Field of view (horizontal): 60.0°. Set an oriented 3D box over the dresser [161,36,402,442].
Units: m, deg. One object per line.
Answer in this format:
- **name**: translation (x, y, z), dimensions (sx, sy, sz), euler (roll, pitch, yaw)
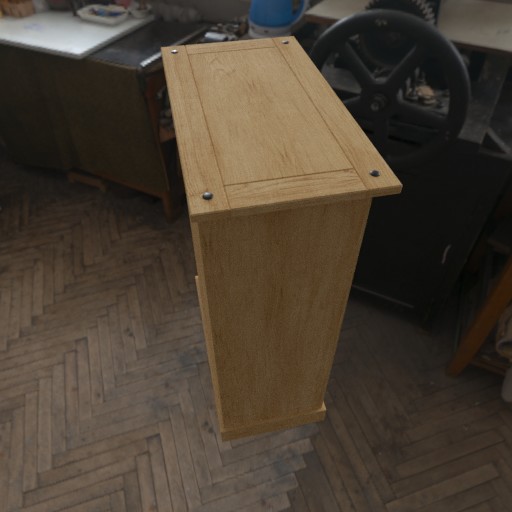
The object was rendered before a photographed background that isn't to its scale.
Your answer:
- **dresser**: translation (0.000, 0.000, 1.748), dimensions (0.485, 1.300, 0.915), euler (-9, 47, -9)
